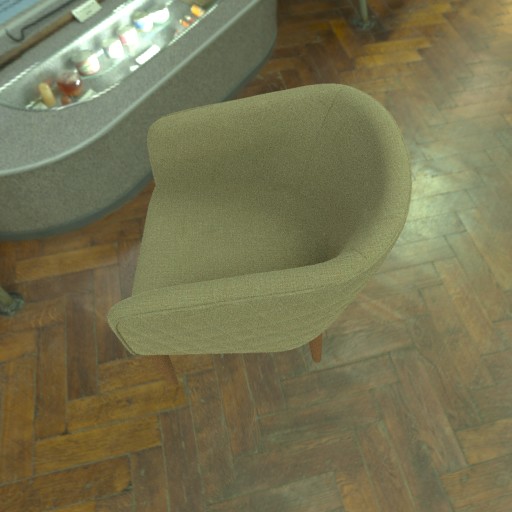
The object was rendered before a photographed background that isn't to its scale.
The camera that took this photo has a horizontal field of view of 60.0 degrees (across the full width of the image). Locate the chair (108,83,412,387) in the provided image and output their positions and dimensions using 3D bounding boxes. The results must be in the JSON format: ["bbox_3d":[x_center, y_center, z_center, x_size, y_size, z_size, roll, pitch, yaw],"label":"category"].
[{"bbox_3d":[0.000,0.000,1.201,0.616,0.775,0.584,1,58,1],"label":"chair"}]
